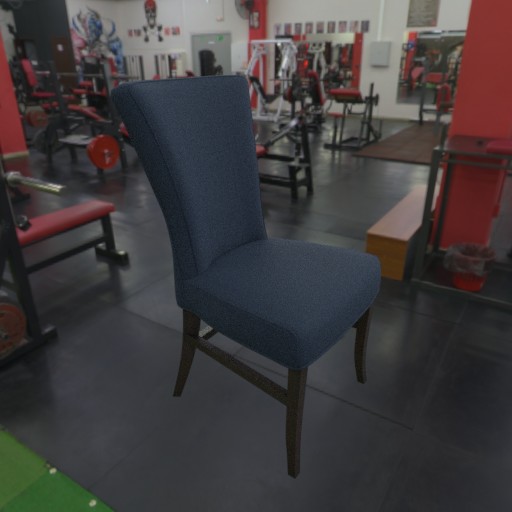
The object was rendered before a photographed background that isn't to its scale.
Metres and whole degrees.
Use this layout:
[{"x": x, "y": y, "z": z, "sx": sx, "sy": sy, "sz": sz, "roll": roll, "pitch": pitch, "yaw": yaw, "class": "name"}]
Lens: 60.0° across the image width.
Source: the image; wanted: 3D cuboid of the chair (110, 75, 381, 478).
[{"x": 0.000, "y": 0.000, "z": 1.344, "sx": 0.660, "sy": 0.991, "sz": 0.520, "roll": 17, "pitch": 30, "yaw": 32, "class": "chair"}]
